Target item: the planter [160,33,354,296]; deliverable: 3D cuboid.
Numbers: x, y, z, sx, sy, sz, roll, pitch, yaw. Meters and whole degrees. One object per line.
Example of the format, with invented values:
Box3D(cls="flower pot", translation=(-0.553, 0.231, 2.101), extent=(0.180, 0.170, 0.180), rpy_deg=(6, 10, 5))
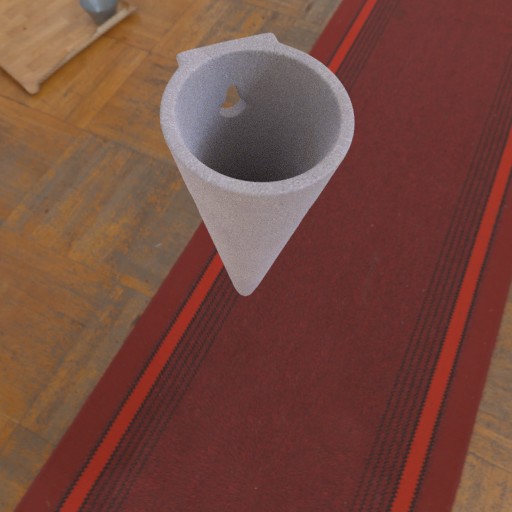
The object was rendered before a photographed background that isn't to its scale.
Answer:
Box3D(cls="planter", translation=(0.000, 0.000, 0.294), extent=(0.078, 0.259, 0.087), rpy_deg=(-17, 64, -9))
